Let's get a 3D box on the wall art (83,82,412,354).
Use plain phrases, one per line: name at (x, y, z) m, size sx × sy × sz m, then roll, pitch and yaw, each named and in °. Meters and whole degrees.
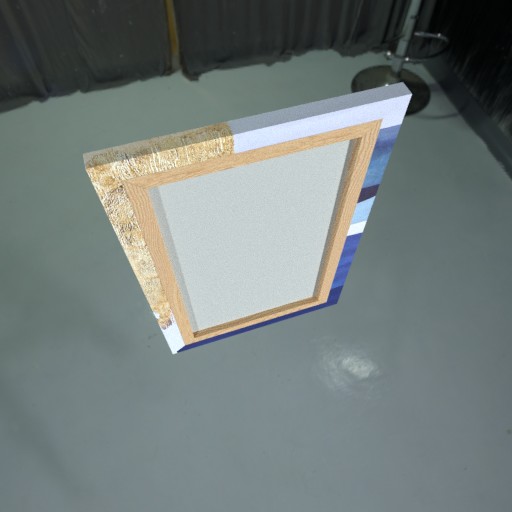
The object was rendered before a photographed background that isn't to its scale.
wall art at (0.000, 0.000, 1.182) m, size 0.607 × 0.911 × 0.039 m, roll -16°, pitch 60°, yaw -10°
